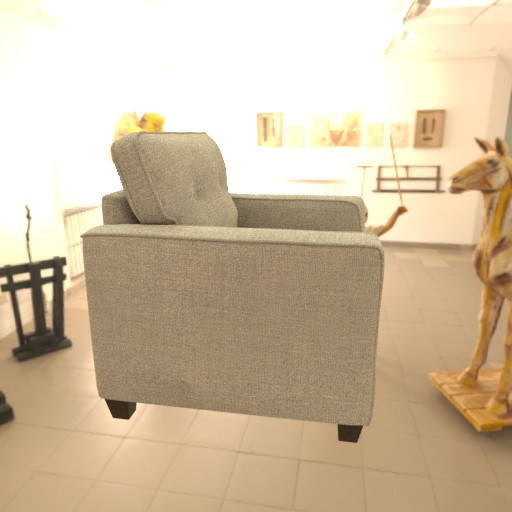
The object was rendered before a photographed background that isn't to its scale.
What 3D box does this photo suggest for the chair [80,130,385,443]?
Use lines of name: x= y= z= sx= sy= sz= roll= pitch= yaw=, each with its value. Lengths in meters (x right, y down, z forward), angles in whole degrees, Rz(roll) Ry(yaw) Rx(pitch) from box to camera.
chair: x=0.000 y=0.000 z=1.779 sx=0.939 sy=0.965 sz=1.015 roll=3 pitch=16 yaw=10
